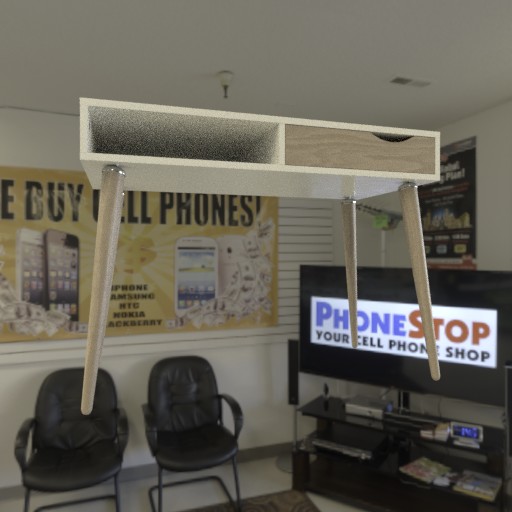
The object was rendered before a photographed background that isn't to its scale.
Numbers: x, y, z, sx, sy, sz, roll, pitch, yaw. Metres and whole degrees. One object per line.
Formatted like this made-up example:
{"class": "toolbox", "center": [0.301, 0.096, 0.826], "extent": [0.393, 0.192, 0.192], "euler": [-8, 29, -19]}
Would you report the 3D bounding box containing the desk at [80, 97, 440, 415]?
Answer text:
{"class": "desk", "center": [0.000, 0.000, 1.375], "extent": [0.979, 0.723, 0.491], "euler": [0, 0, -17]}
